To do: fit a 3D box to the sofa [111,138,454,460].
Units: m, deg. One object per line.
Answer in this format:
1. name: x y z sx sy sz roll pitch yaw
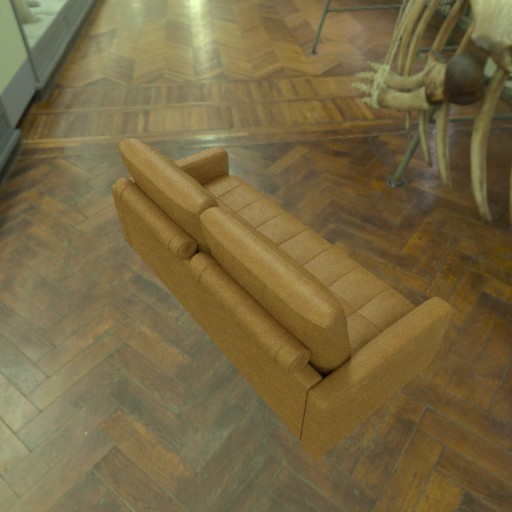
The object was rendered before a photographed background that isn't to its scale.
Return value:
1. sofa: 0.000 0.000 2.329 0.850 0.898 1.821 -28 49 -27
